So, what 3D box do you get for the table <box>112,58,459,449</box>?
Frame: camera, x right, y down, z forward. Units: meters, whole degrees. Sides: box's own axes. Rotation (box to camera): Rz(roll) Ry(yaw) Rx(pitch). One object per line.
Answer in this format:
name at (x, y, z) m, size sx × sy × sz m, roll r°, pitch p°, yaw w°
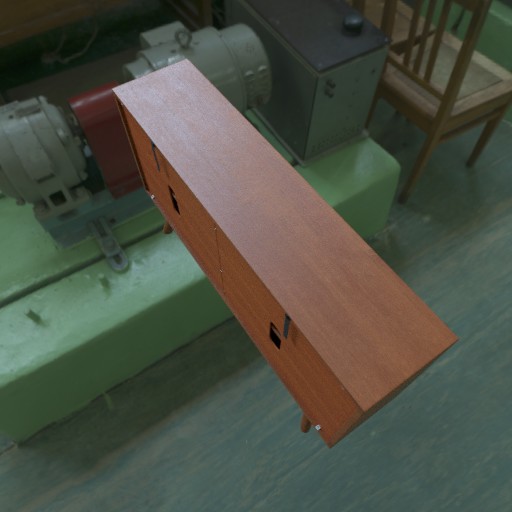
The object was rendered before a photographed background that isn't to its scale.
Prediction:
table at (0.000, 0.000, 1.508) m, size 0.308 × 0.698 × 1.220 m, roll -30°, pitch 63°, yaw -17°
